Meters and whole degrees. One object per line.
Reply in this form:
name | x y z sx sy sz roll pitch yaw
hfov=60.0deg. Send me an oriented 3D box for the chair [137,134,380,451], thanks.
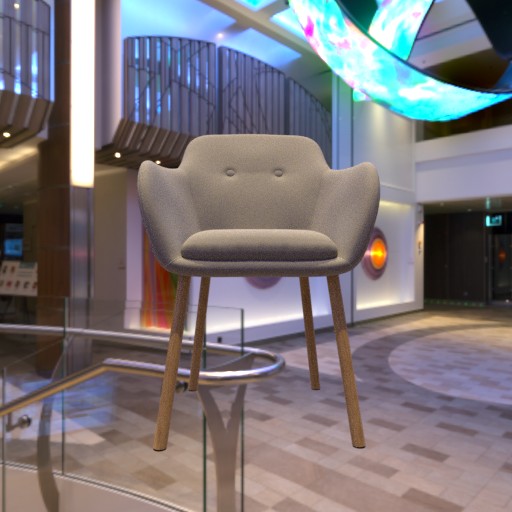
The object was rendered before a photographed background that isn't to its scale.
chair | 0.000 0.000 1.240 0.570 0.830 0.590 0 0 -2
